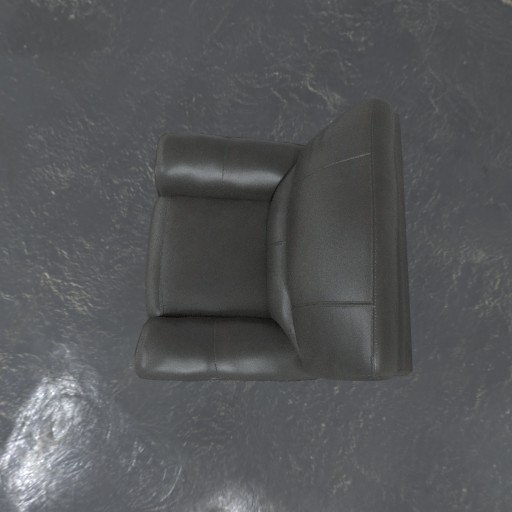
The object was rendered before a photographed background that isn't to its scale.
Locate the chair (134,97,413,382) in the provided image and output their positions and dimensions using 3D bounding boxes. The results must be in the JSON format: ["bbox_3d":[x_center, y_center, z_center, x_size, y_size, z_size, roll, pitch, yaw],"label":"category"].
[{"bbox_3d":[0.000,0.000,1.986,1.087,1.109,1.096,2,76,0],"label":"chair"}]
